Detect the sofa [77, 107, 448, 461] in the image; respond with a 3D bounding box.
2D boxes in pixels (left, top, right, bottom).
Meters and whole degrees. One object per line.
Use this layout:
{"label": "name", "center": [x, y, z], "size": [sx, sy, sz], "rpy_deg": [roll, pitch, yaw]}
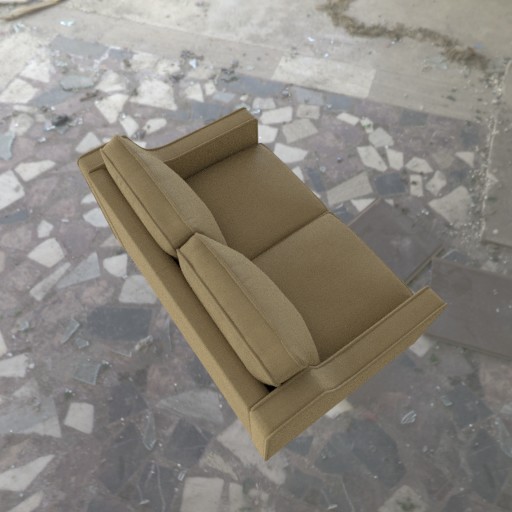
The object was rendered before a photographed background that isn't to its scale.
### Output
{"label": "sofa", "center": [0.000, 0.000, 2.177], "size": [0.987, 0.971, 1.501], "rpy_deg": [-32, 64, -17]}
